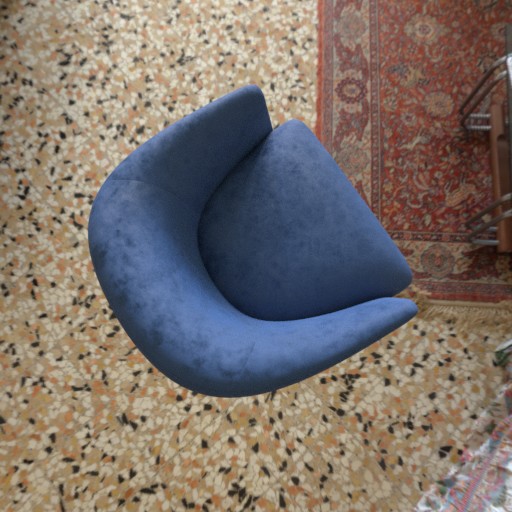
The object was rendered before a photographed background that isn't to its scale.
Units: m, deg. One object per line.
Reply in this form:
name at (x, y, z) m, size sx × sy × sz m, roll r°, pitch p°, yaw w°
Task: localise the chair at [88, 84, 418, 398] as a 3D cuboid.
chair at (0.000, 0.000, 1.358) m, size 0.767 × 0.698 × 0.773 m, roll -32°, pitch 79°, yaw -7°
